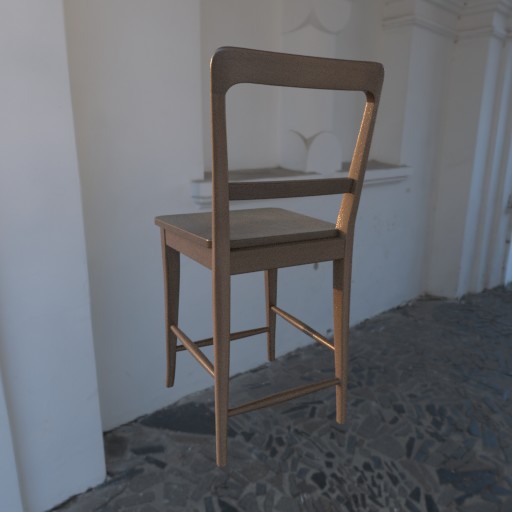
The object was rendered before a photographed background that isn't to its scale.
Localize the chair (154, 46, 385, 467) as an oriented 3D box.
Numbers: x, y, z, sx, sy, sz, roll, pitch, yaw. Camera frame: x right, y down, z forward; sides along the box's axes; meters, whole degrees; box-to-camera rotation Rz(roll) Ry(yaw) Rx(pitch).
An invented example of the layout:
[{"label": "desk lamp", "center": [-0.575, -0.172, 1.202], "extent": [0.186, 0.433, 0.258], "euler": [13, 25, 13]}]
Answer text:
[{"label": "chair", "center": [0.000, 0.000, 1.270], "extent": [0.450, 0.991, 0.546], "euler": [-7, 16, -27]}]
